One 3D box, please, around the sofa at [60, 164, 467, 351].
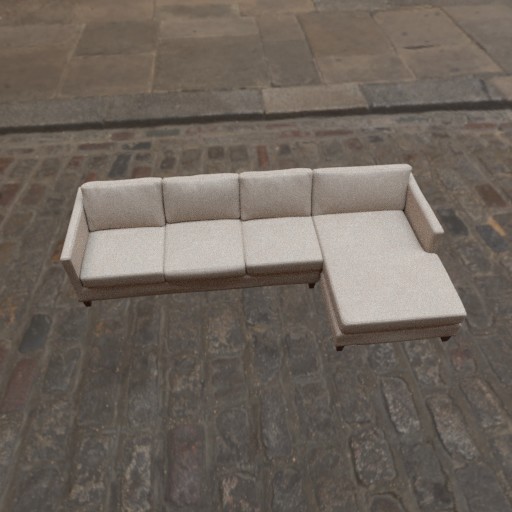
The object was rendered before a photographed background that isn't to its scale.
[{"bbox_3d":[0.000,0.000,3.882,3.186,0.846,1.625,-4,47,-4],"label":"sofa"}]
